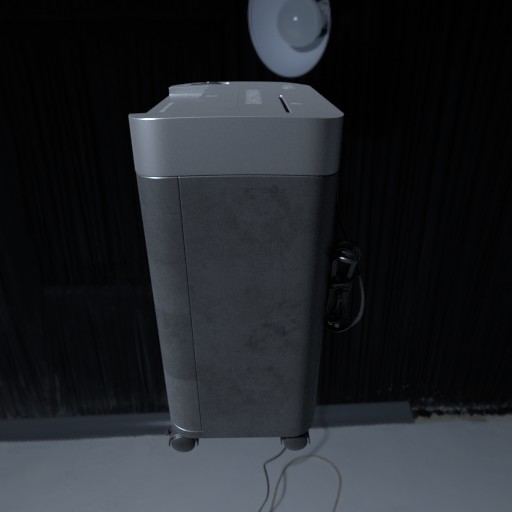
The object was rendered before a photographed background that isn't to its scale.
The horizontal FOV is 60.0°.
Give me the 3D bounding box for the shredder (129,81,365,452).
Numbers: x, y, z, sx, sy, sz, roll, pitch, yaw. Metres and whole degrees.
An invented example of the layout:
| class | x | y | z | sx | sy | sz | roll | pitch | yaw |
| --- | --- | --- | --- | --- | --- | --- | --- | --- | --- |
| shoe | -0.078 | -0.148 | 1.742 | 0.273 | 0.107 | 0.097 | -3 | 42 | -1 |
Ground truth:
| class | x | y | z | sx | sy | sz | roll | pitch | yaw |
| --- | --- | --- | --- | --- | --- | --- | --- | --- | --- |
| shredder | 0.000 | 0.000 | 0.601 | 0.237 | 0.419 | 0.311 | 0 | 26 | -1 |
